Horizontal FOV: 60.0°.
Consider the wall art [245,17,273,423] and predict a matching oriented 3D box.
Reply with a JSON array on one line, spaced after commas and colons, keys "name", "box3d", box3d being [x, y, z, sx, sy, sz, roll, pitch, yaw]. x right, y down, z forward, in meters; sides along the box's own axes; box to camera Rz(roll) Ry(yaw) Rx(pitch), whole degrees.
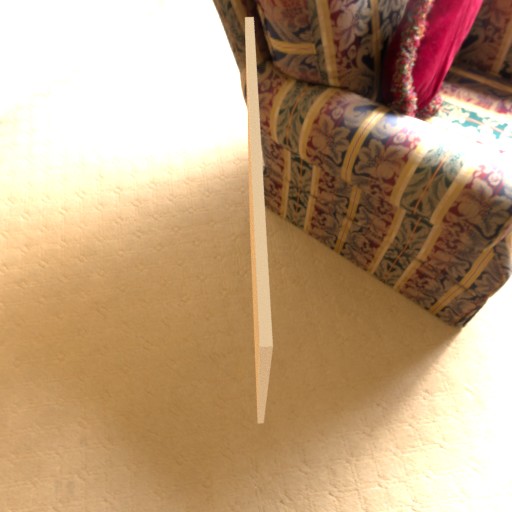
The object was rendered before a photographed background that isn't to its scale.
[{"name": "wall art", "box3d": [0.000, 0.000, 0.770, 0.012, 0.557, 0.482, -2, 62, -1]}]
